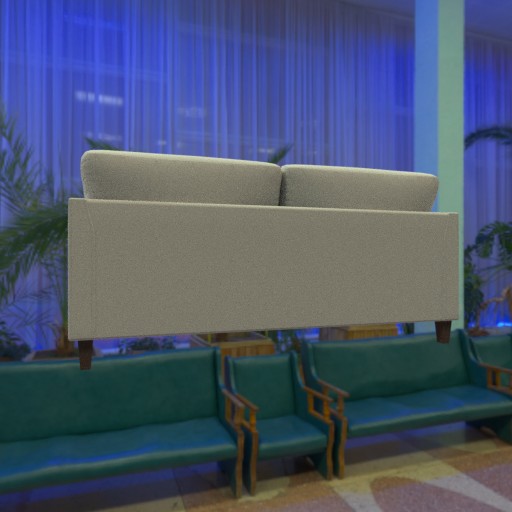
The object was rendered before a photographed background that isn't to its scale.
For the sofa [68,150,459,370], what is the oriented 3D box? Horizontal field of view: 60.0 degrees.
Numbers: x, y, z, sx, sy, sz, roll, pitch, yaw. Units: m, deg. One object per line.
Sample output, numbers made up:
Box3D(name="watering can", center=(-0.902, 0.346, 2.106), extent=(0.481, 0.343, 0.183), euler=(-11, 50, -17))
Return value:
Box3D(name="sofa", center=(0.000, 0.000, 2.305), extent=(1.776, 0.836, 0.970), euler=(0, 0, -18))
